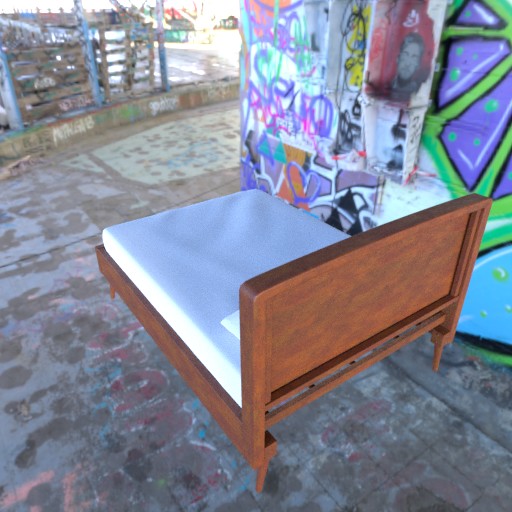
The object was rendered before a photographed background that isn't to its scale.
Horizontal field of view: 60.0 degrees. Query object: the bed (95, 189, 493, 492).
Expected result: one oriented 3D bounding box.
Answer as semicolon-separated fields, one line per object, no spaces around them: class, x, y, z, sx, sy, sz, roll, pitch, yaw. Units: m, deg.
bed;0.000;0.000;3.068;1.587;1.275;2.196;-20;35;-30
